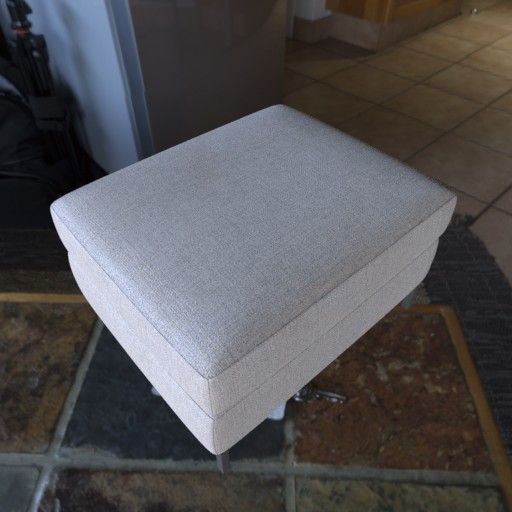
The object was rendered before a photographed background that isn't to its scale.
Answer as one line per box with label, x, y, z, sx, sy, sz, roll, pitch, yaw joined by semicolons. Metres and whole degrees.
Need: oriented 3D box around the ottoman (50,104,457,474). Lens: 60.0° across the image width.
ottoman;0.000;0.000;1.221;0.820;0.490;0.671;-32;53;-28
